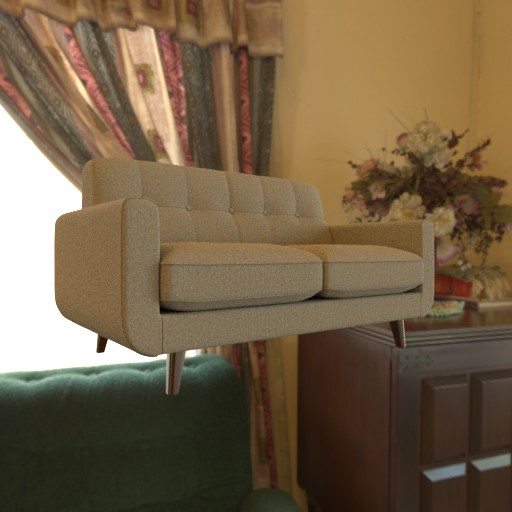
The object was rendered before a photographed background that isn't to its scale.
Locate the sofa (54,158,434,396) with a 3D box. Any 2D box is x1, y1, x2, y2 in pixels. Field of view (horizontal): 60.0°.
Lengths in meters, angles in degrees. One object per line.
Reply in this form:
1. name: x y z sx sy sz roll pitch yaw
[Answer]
1. sofa: 0.000 0.000 2.170 1.651 0.925 0.952 0 0 -36
